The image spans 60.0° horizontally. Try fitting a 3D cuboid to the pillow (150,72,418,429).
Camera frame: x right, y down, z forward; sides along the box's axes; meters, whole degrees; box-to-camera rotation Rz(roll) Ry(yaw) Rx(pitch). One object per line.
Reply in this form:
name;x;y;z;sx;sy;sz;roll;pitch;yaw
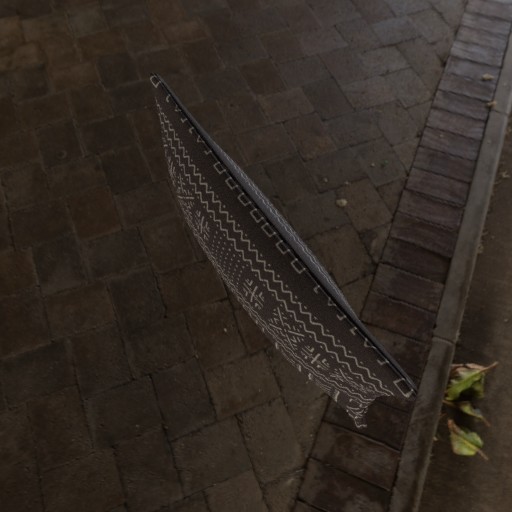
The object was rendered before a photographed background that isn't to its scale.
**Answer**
pillow;0.000;0.000;0.780;0.135;0.322;0.667;-32;68;-14
